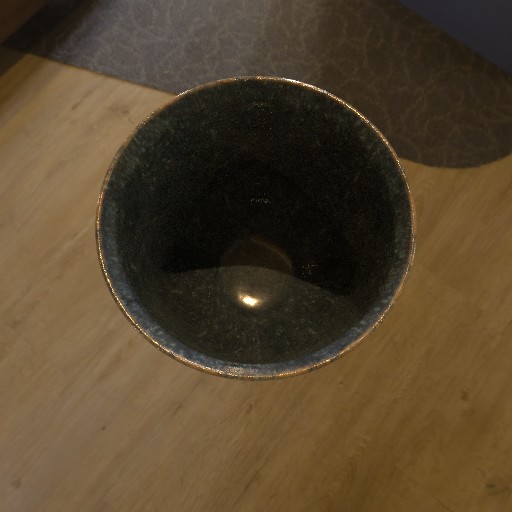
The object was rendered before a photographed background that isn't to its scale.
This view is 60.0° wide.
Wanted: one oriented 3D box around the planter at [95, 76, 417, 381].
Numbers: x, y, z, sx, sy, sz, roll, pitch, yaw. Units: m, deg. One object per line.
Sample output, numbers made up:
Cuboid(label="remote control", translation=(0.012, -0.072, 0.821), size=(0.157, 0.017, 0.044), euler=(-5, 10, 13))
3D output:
Cuboid(label="planter", translation=(0.000, 0.000, 0.496), size=(0.266, 0.270, 0.266), euler=(0, 75, 0))
